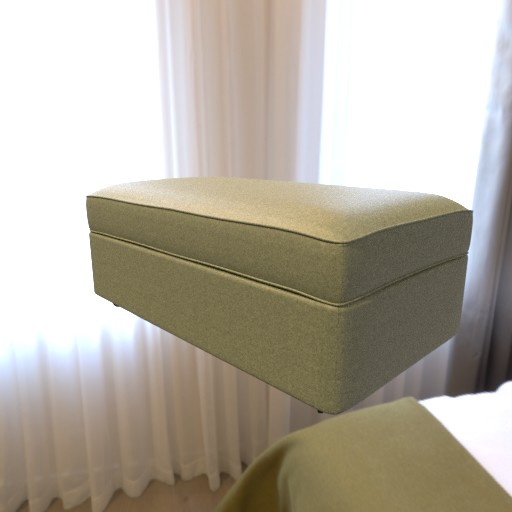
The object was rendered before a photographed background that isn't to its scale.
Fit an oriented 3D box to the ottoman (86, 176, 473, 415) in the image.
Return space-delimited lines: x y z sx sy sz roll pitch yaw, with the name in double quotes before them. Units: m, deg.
"ottoman" 0.000 0.000 1.515 0.681 0.494 1.173 -13 19 -43
